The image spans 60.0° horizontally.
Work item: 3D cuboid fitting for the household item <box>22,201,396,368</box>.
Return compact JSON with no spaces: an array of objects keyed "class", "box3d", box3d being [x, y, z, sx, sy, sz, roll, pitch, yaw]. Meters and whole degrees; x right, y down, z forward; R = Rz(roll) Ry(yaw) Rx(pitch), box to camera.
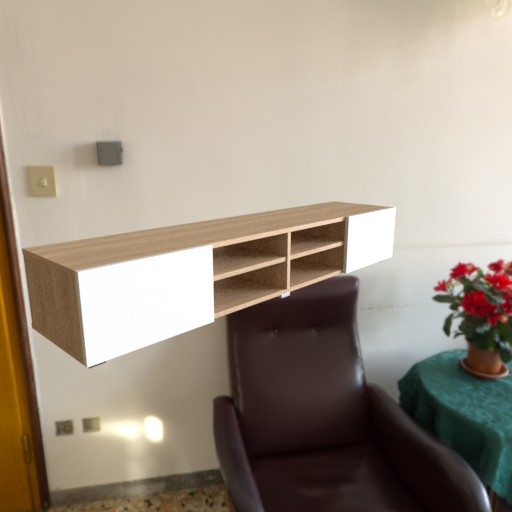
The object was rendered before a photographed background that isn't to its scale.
[{"class":"household item","box3d":[0.000,0.000,2.043,0.420,0.310,1.850,13,19,42]}]
